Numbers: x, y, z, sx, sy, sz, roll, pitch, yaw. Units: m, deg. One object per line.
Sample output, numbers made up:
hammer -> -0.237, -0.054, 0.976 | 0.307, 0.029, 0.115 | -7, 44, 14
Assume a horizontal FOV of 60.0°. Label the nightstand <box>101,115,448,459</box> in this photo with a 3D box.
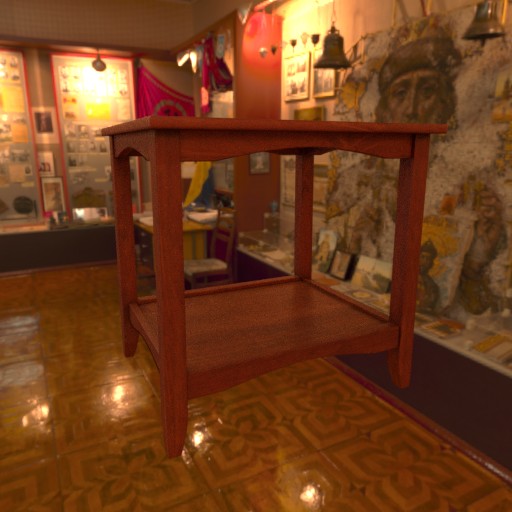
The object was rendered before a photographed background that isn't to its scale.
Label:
nightstand -> 0.000, 0.000, 0.997 | 0.558, 0.558, 0.501 | -7, 15, -25
